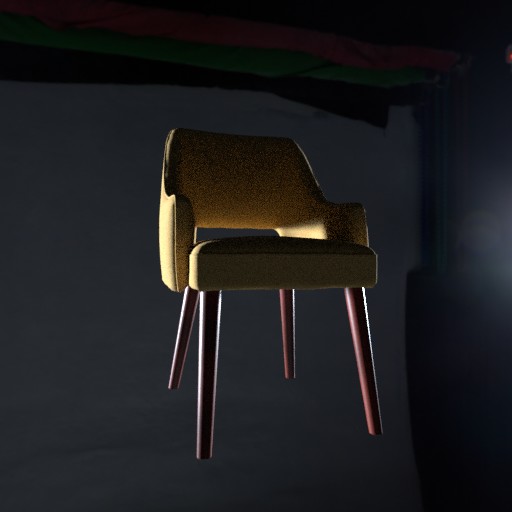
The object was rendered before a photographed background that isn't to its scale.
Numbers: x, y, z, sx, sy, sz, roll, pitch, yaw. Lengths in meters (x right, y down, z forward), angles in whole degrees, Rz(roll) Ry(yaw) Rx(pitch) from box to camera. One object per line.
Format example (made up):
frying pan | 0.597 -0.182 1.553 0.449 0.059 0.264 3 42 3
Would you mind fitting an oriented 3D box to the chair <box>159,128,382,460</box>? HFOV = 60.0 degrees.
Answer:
chair | 0.000 0.000 1.271 0.548 0.849 0.605 0 0 -18
